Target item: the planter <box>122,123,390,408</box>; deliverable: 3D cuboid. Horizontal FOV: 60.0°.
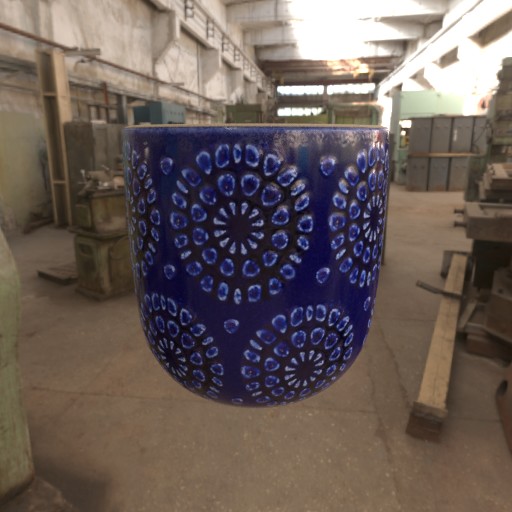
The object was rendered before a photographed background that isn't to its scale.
[{"bbox_3d":[0.000,0.000,0.200,0.109,0.112,0.109,0,15,0],"label":"planter"}]
